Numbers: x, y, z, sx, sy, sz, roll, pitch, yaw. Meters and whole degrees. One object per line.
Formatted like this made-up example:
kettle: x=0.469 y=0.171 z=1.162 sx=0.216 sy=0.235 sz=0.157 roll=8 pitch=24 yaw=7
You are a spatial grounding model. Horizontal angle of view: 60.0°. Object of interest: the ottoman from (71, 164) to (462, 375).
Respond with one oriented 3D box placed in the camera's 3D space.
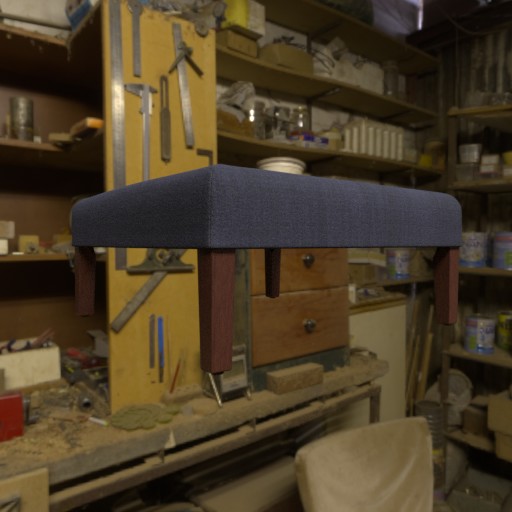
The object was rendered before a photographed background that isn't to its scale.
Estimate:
ottoman: x=0.000 y=0.000 z=1.407 sx=0.889 sy=0.411 sz=0.890 roll=-1 pitch=2 yaw=-37
